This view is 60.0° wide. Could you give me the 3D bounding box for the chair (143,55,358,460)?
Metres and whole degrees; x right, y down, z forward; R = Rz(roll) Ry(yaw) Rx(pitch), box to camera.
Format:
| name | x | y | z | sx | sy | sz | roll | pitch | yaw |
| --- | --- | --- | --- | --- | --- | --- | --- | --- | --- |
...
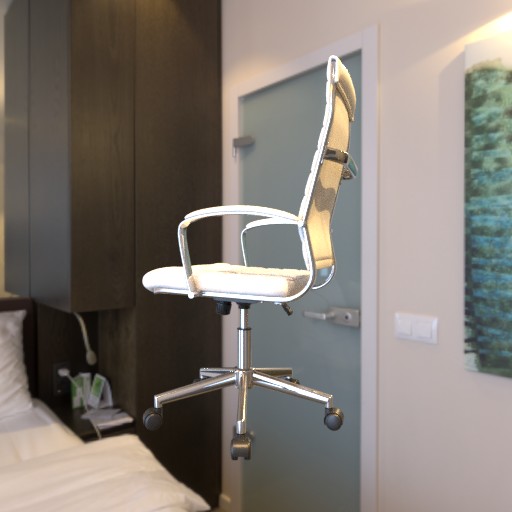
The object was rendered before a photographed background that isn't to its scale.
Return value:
| name | x | y | z | sx | sy | sz | roll | pitch | yaw |
| --- | --- | --- | --- | --- | --- | --- | --- | --- | --- |
| chair | 0.000 | 0.000 | 1.560 | 0.679 | 1.149 | 0.679 | 0 | 1 | 18 |
